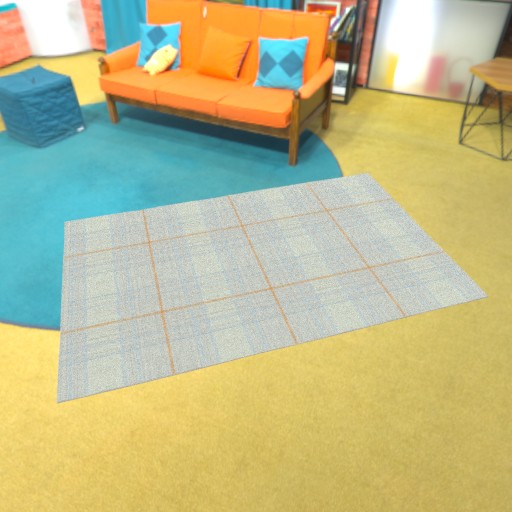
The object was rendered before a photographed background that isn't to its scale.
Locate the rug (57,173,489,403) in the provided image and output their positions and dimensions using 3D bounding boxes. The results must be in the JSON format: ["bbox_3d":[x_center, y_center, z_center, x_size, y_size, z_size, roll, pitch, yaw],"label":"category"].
[{"bbox_3d":[0.000,0.000,2.931,2.442,0.016,1.527,-11,42,-13],"label":"rug"}]
